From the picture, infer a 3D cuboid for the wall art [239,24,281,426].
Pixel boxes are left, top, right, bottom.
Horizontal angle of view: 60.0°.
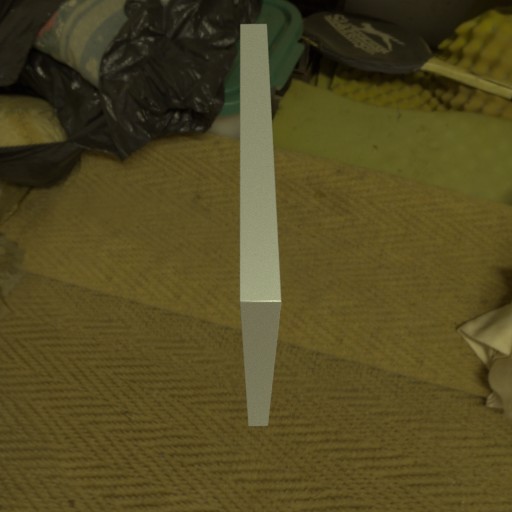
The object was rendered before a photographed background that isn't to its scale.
[{"bbox_3d":[0.000,0.000,0.757,0.039,0.553,0.445,-1,58,-1],"label":"wall art"}]
